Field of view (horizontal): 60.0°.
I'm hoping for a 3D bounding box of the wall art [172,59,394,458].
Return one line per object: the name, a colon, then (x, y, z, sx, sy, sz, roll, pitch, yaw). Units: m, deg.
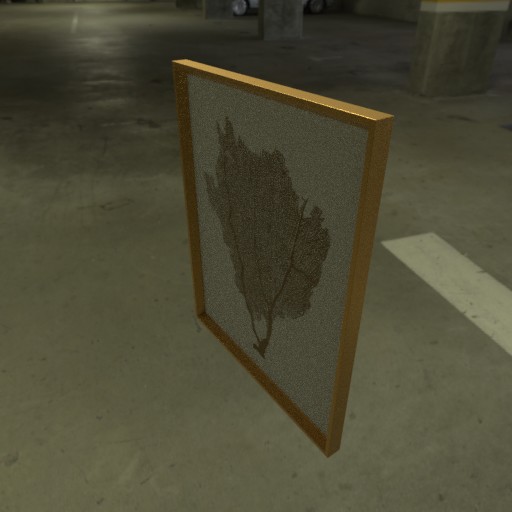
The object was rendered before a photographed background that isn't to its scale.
wall art: (0.000, 0.000, 1.023, 0.038, 0.762, 0.610, -21, 38, -30)
